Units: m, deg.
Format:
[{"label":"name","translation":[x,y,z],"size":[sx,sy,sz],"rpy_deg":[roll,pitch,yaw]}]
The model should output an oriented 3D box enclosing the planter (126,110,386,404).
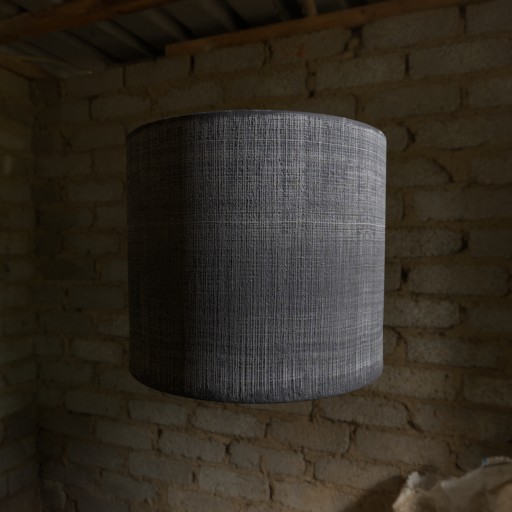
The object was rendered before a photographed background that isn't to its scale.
[{"label":"planter","translation":[0.000,0.000,0.454],"size":[0.254,0.221,0.254],"rpy_deg":[0,2,0]}]
